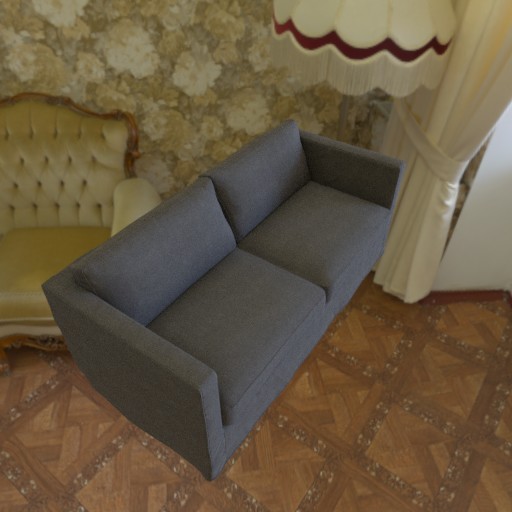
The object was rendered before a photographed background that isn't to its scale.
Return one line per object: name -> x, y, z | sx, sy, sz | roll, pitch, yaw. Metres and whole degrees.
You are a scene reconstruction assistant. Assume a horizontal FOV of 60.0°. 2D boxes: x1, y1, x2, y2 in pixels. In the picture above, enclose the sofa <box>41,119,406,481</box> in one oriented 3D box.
sofa -> 0.000, 0.000, 2.507 | 0.953, 0.855, 1.982 | 25, 47, 26
